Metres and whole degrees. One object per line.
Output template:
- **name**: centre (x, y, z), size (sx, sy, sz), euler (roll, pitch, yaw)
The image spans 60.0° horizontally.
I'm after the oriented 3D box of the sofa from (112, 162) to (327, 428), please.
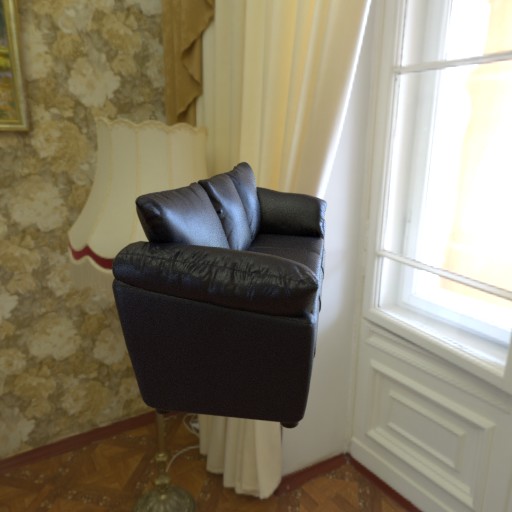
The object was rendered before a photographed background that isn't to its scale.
- **sofa**: centre (0.000, 0.000, 2.892), size (0.880, 1.073, 2.336), euler (3, 16, 9)
